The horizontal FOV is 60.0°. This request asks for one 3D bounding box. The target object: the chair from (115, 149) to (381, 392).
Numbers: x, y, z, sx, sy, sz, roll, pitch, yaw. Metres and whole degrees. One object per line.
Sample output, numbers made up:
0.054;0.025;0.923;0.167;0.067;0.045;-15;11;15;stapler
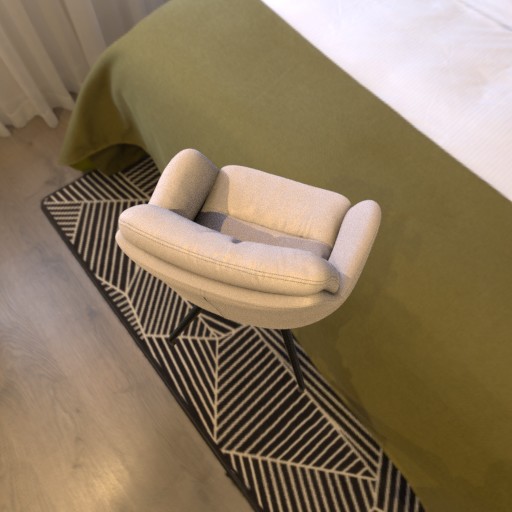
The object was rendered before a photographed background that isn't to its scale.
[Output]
0.000;0.000;1.245;0.579;0.888;0.569;18;64;9;chair
